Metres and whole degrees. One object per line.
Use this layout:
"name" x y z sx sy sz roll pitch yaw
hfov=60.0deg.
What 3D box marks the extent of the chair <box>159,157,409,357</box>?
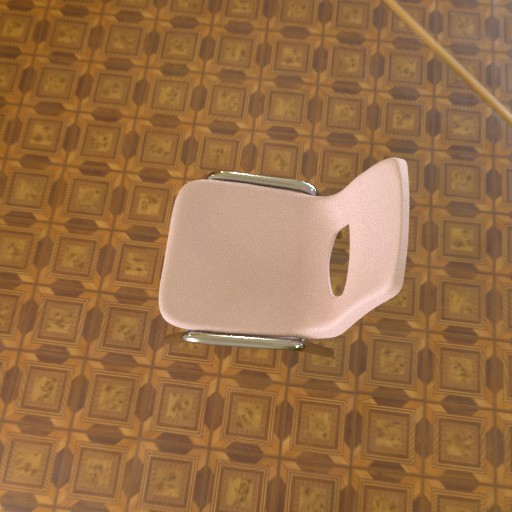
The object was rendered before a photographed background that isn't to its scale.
"chair" 0.000 0.000 0.861 0.423 0.586 0.354 6 76 2
